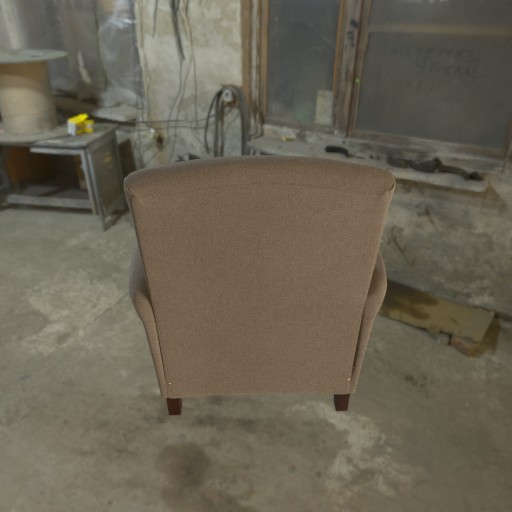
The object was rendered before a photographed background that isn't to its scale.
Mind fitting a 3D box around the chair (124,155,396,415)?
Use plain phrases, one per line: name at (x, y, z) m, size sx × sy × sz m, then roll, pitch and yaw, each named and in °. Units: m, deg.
chair at (0.000, 0.000, 1.790) m, size 0.978 × 1.061 × 0.905 m, roll -1°, pitch 30°, yaw -2°
